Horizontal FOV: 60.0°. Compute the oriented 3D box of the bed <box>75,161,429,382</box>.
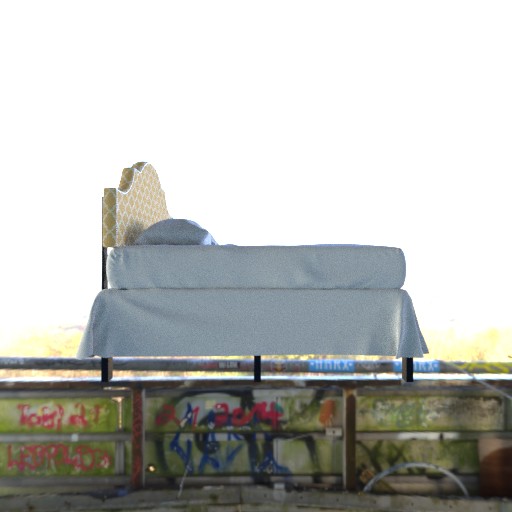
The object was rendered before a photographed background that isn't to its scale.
[{"bbox_3d":[0.000,0.000,3.835,2.222,1.601,2.314,0,0,0],"label":"bed"}]
